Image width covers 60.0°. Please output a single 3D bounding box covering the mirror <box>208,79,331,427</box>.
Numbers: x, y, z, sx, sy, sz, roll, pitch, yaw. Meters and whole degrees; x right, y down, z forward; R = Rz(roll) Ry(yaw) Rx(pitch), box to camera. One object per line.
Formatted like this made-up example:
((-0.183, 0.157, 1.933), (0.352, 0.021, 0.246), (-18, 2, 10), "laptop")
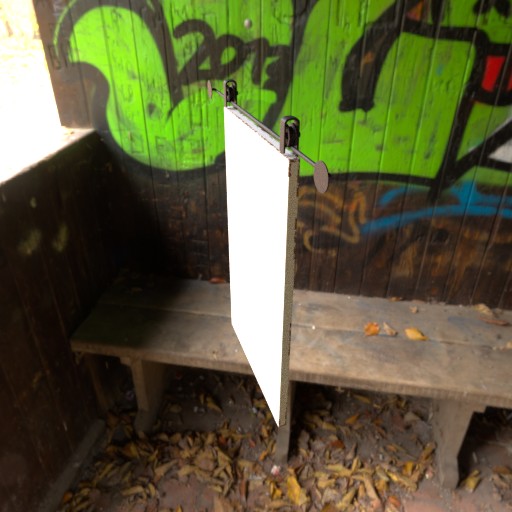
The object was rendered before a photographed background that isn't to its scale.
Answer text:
((0.000, 0.000, 1.213), (0.037, 0.844, 0.808), (-10, 33, -16), "mirror")
